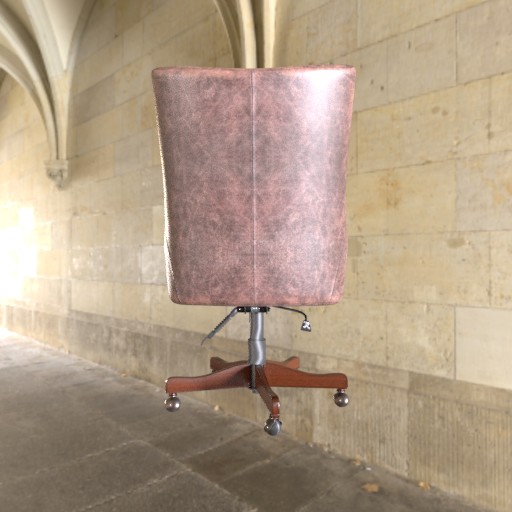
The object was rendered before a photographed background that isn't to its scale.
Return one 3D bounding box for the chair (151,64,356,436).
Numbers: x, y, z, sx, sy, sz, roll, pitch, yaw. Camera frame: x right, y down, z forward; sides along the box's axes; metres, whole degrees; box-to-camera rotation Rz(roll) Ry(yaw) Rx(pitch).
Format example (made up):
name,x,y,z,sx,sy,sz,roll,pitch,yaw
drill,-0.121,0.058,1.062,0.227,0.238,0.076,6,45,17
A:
name,x,y,z,sx,sy,sz,roll,pitch,yaw
chair,0.000,0.000,1.484,0.641,1.035,0.762,0,-1,2
